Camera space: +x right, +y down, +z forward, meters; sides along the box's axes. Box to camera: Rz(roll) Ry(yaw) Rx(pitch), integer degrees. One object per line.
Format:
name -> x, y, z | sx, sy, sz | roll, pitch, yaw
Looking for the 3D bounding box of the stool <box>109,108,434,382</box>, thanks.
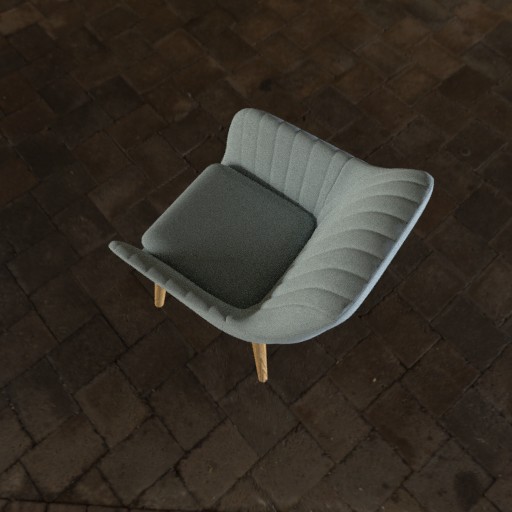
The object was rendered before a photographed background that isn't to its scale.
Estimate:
stool -> 0.000, 0.000, 1.174 | 0.590, 0.830, 0.503 | 34, 69, 15
